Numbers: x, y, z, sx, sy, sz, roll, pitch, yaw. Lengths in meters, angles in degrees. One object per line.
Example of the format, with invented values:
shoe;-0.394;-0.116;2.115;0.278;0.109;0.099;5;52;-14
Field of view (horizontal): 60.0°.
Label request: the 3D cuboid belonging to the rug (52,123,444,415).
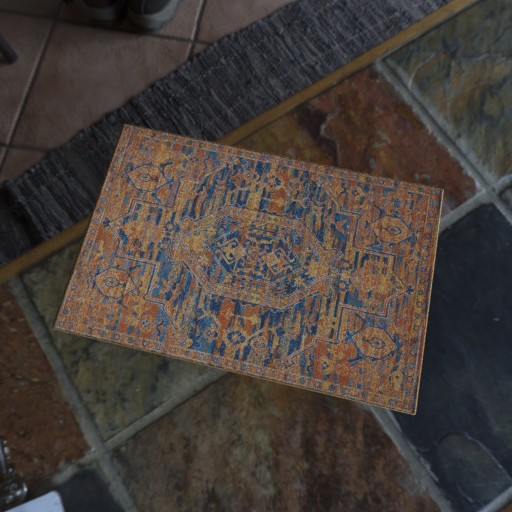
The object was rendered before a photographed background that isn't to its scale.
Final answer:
rug;0.000;0.000;2.227;1.758;0.013;1.148;12;75;3
